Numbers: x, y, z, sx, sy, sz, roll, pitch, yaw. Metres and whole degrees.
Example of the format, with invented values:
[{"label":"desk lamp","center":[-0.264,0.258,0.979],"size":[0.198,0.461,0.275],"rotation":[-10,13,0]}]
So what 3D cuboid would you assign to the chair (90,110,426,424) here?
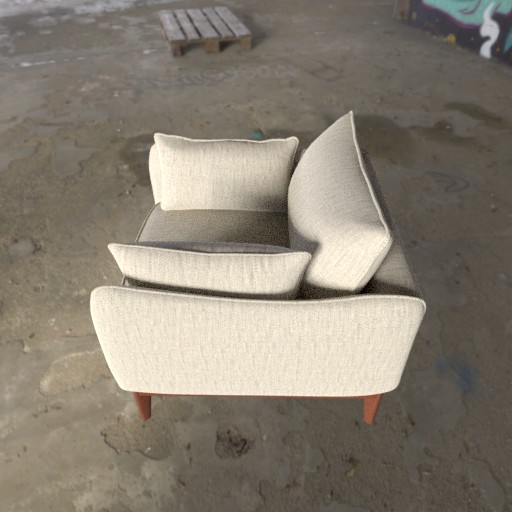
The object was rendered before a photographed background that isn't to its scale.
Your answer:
[{"label":"chair","center":[0.000,0.000,1.723],"size":[0.991,0.855,0.994],"rotation":[1,41,1]}]
